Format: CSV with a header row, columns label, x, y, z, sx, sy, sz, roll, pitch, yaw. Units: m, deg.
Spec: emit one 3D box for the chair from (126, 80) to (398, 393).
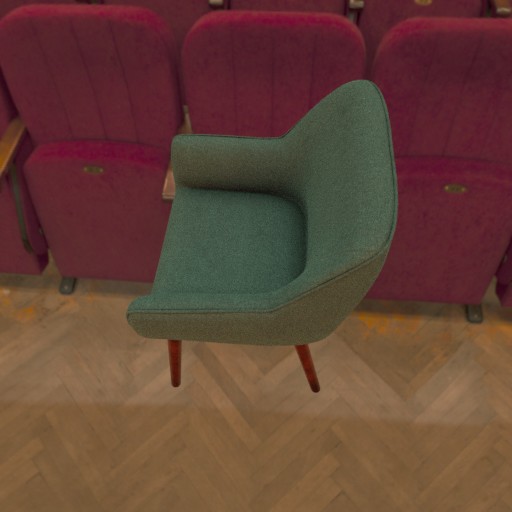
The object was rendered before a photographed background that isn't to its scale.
label,x,y,z,sx,sy,sz,roll,pitch,yaw
chair,0.000,0.000,1.169,0.519,0.803,0.543,4,57,3
